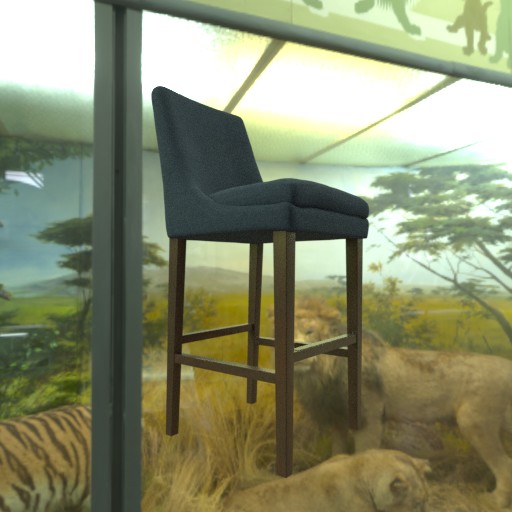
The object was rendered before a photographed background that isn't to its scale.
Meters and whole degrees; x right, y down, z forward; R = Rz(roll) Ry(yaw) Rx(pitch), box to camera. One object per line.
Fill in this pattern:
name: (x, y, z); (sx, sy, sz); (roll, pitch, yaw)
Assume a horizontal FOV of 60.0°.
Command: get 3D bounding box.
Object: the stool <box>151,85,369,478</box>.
stool: (0.000, 0.000, 1.393); (0.577, 1.078, 0.470); (-1, -1, 38)
